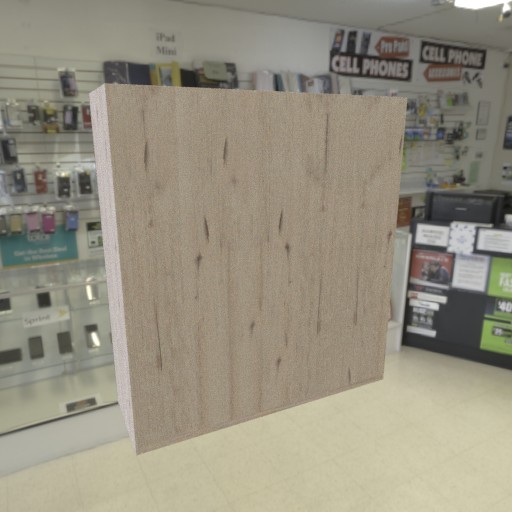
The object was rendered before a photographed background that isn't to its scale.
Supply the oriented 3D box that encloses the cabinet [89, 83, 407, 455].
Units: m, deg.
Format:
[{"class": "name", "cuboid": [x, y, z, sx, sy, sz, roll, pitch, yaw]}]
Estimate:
[{"class": "cabinet", "cuboid": [0.000, 0.000, 3.196, 2.000, 2.180, 0.660, -8, 17, -25]}]
